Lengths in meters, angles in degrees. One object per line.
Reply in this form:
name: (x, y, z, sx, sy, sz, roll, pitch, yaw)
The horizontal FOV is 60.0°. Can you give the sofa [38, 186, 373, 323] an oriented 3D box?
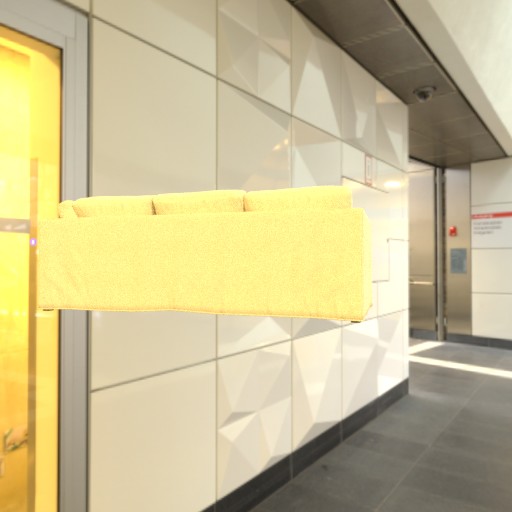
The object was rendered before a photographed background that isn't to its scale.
sofa: (0.000, 0.000, 4.657, 2.427, 0.882, 3.460, 0, -1, 17)
